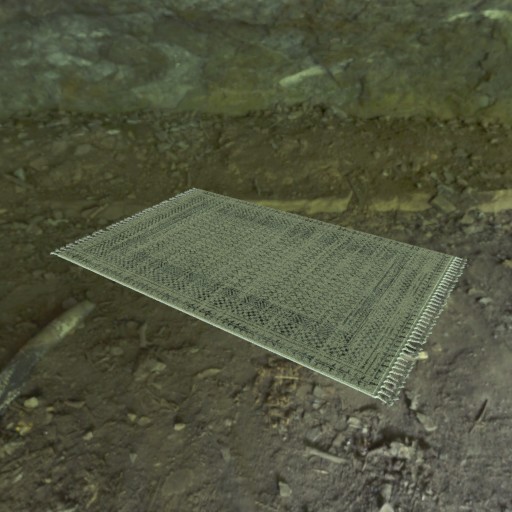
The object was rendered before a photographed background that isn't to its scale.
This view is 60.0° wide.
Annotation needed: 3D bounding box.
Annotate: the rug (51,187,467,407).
[{"bbox_3d":[0.000,0.000,3.076,2.486,0.013,1.548,18,34,29],"label":"rug"}]
